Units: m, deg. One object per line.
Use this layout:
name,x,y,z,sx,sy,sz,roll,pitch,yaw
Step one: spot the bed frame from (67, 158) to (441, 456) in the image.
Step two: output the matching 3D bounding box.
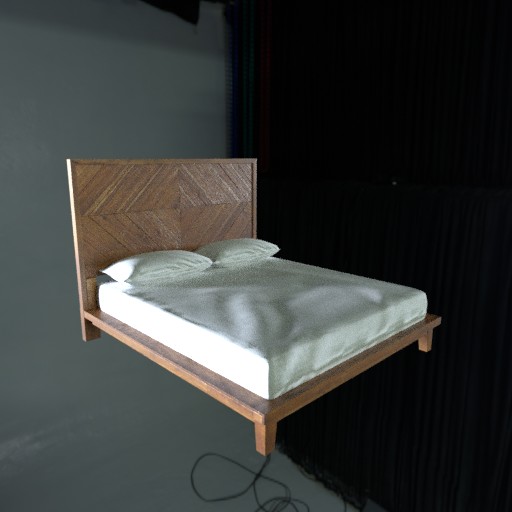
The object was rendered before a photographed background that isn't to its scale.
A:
bed frame,0.000,0.000,3.601,2.038,1.537,2.235,-12,17,-43
